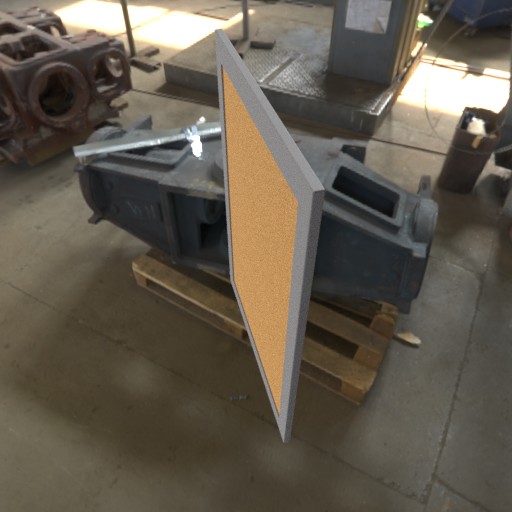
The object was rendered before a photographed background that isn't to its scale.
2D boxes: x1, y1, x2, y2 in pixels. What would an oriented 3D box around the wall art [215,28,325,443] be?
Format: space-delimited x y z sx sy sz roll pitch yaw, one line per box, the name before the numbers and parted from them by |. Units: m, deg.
wall art | 0.000 0.000 0.676 0.012 0.529 0.374 -12 47 -11
